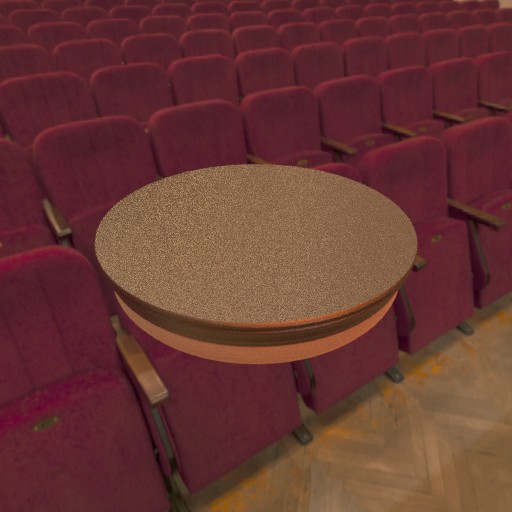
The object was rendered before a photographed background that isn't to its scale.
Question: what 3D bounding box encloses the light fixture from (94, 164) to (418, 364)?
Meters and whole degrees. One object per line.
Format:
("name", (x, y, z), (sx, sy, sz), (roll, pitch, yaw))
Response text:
("light fixture", (0.000, 0.000, 0.552), (0.368, 0.100, 0.368), (0, 33, 0))
